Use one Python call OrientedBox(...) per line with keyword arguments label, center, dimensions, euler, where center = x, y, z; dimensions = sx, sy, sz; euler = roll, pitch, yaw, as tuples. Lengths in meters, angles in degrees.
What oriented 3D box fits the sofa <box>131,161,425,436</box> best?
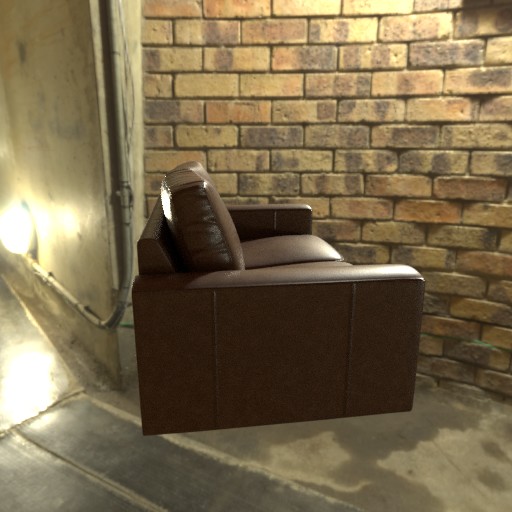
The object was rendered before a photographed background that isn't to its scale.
OrientedBox(label="sofa", center=(0.000, 0.000, 2.228), dimensions=(1.016, 0.873, 1.616), euler=(-2, 16, -8))
